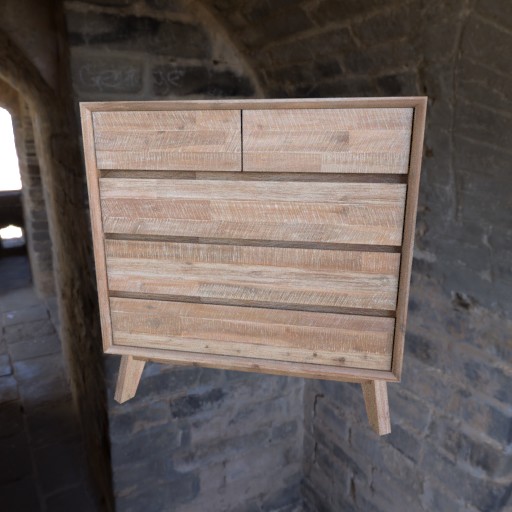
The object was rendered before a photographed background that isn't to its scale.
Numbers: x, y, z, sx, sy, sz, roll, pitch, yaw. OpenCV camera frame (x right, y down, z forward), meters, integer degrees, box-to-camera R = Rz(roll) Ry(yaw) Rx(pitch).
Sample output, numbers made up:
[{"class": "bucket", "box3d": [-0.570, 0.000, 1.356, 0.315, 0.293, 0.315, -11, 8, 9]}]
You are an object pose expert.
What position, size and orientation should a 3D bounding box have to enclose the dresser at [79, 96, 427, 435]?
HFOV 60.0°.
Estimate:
[{"class": "dresser", "box3d": [0.000, 0.000, 1.592, 0.998, 1.029, 0.455, 3, 15, 11]}]
